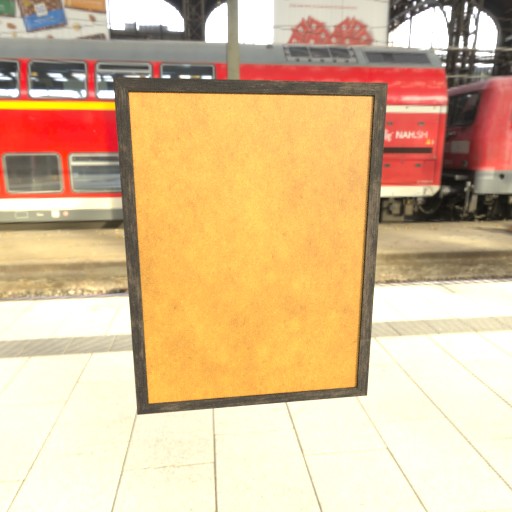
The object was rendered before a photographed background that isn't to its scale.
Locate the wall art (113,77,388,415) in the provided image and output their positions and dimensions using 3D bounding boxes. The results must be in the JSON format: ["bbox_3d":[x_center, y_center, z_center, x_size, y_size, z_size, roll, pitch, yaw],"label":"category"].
[{"bbox_3d":[0.000,0.000,1.437,0.812,1.066,0.029,-2,14,-8],"label":"wall art"}]
